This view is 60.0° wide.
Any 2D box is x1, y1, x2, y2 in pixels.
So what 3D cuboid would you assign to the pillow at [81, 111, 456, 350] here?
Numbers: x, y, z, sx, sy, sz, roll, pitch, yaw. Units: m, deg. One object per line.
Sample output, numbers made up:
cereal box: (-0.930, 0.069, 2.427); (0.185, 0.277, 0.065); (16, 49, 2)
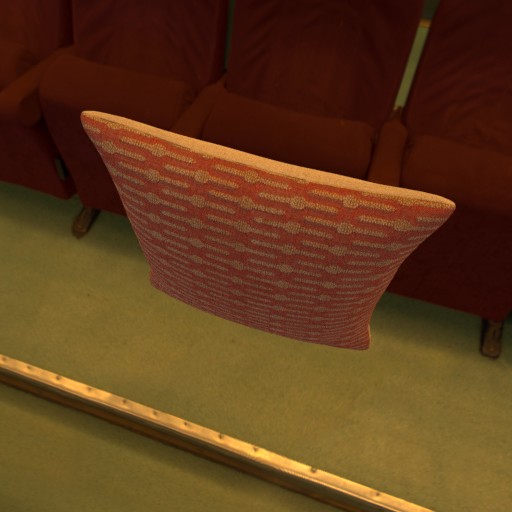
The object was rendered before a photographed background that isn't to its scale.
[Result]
pillow: (0.000, 0.000, 0.780); (0.511, 0.503, 0.182); (16, 61, 9)
